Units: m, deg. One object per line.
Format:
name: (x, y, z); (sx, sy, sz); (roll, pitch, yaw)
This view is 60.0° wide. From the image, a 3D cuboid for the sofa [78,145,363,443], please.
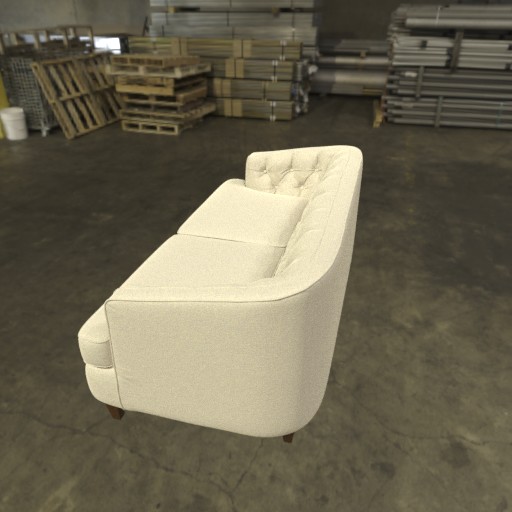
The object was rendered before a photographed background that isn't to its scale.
sofa: (0.000, 0.000, 2.244); (0.941, 0.855, 1.733); (8, 31, 14)
